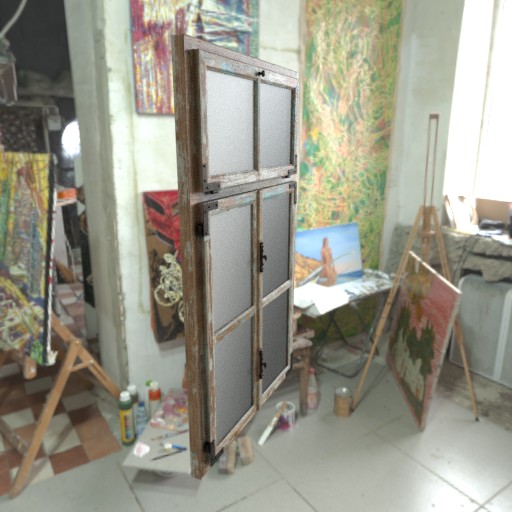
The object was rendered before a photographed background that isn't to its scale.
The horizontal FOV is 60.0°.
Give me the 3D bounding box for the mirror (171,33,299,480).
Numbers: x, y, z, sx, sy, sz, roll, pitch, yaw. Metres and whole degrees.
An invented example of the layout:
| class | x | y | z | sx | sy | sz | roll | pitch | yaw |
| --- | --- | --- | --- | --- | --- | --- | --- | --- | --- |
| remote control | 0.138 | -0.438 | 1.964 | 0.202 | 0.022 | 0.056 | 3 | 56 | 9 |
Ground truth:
| class | x | y | z | sx | sy | sz | roll | pitch | yaw |
| --- | --- | --- | --- | --- | --- | --- | --- | --- | --- |
| mirror | 0.000 | 0.000 | 1.463 | 0.083 | 1.213 | 0.707 | 7 | 17 | 26 |
